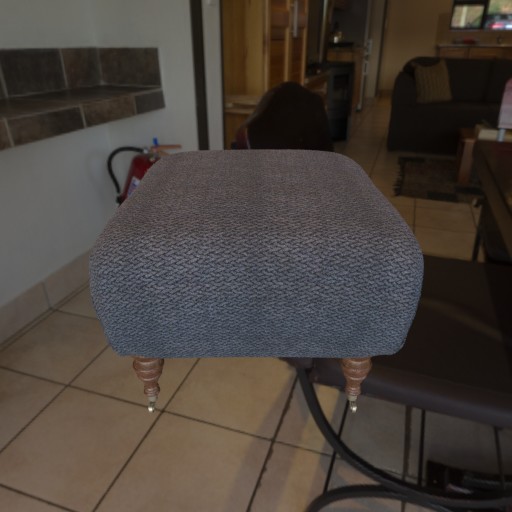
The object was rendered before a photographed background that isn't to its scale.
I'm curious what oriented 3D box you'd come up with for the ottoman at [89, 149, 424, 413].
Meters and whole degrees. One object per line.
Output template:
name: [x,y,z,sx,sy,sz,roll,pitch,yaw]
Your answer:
ottoman: [0.000,0.000,1.135,0.622,0.450,0.747,0,26,0]
